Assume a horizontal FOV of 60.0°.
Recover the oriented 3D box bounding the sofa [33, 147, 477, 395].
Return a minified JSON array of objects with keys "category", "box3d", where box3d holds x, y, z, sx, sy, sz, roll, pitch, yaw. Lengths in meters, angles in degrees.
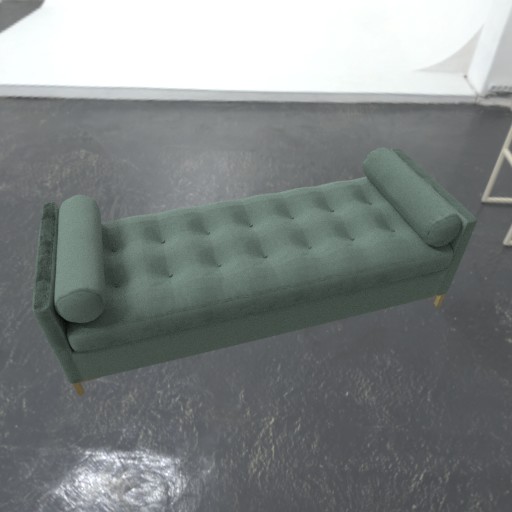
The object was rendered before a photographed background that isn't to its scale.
[{"category":"sofa","box3d":[0.000,0.000,2.435,2.102,0.705,0.796,-11,43,-12]}]
